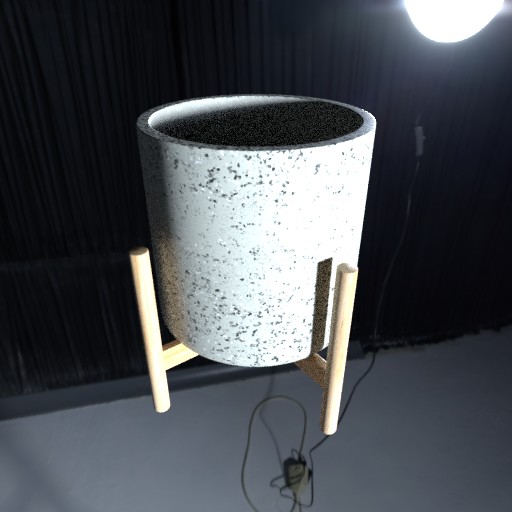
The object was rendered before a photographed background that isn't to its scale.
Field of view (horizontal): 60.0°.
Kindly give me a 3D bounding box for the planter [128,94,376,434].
[{"bbox_3d":[0.000,0.000,0.679,0.360,0.419,0.360,-7,31,-12],"label":"planter"}]
